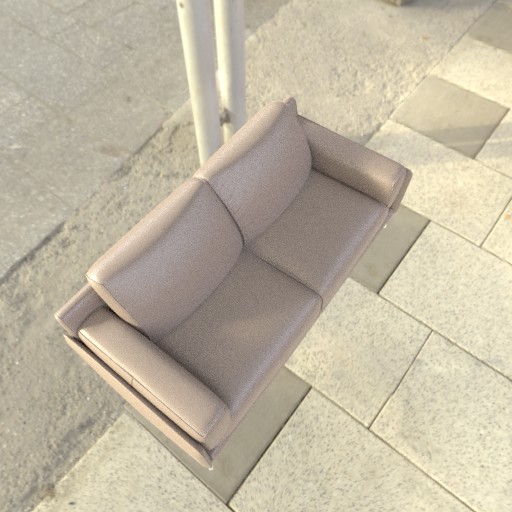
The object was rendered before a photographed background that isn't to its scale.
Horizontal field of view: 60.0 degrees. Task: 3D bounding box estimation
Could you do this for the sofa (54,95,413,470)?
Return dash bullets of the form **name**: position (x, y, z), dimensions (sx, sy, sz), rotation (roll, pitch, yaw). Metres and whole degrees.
- **sofa**: position (0.000, 0.000, 2.614), dimensions (1.049, 0.930, 2.101), rotation (32, 63, 18)
